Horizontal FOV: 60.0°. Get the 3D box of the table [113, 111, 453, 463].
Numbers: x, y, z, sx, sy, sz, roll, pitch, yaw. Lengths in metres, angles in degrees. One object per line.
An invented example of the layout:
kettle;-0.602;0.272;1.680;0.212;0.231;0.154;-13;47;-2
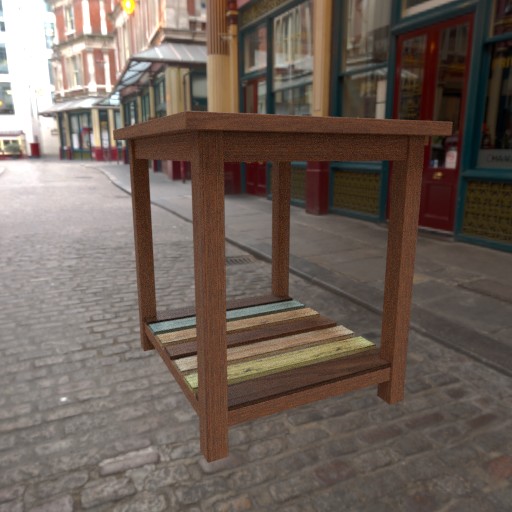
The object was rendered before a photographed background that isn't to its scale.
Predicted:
table;0.000;0.000;1.134;0.559;0.635;0.660;-6;15;-26
